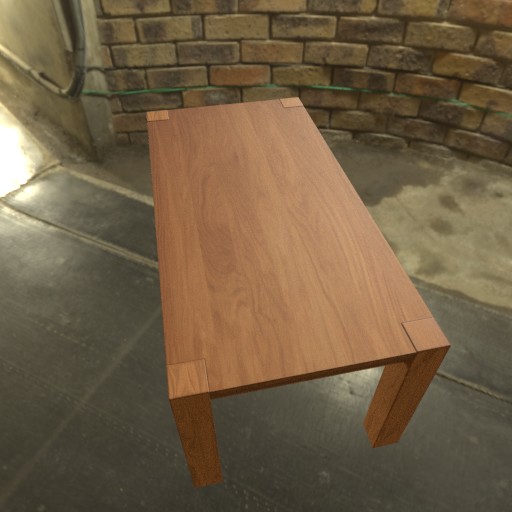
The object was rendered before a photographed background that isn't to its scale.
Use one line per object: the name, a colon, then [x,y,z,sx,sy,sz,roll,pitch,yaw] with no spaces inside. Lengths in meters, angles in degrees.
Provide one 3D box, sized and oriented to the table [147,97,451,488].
table: [0.000,0.000,2.247,0.900,0.760,1.800,-9,46,-8]
